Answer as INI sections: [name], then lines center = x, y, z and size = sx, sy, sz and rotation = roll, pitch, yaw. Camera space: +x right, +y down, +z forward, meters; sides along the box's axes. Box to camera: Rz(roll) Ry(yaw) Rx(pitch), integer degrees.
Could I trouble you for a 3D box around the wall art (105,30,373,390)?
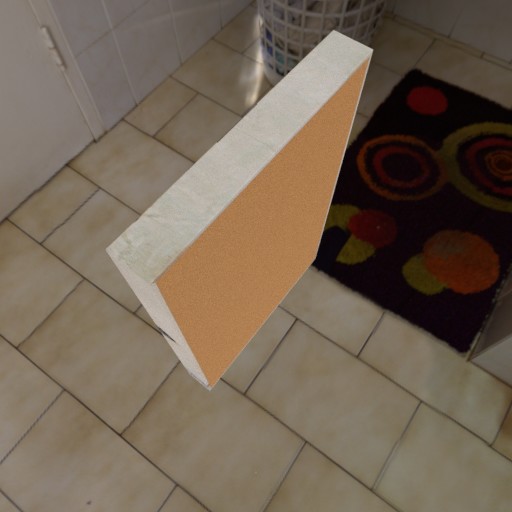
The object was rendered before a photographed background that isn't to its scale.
[wall art]
center = 0.000, 0.000, 0.483
size = 0.038, 0.381, 0.254
rotation = 35, 69, 16
